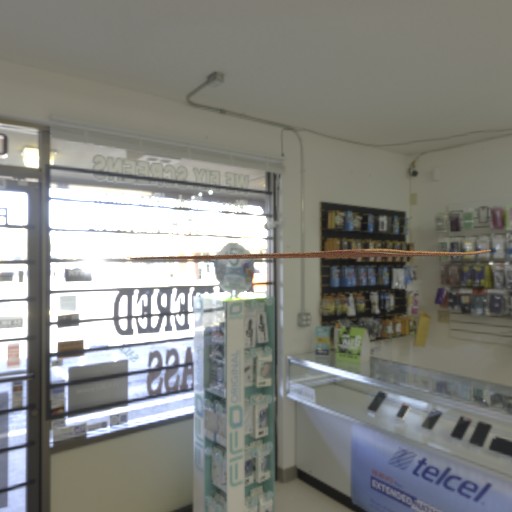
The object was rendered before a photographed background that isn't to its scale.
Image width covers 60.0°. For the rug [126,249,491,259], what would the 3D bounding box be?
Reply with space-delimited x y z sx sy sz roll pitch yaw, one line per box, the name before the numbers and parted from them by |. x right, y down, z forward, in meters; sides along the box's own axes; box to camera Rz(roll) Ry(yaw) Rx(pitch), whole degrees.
rug | 0.000 0.000 2.692 0.799 0.030 2.444 1 -1 -35
